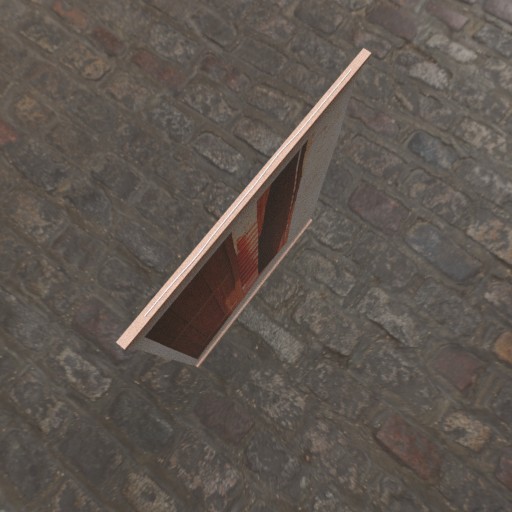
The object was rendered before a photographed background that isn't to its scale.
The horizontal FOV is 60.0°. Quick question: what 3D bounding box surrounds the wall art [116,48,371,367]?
[{"bbox_3d":[0.000,0.000,1.316,0.020,1.013,0.758,36,77,10],"label":"wall art"}]
